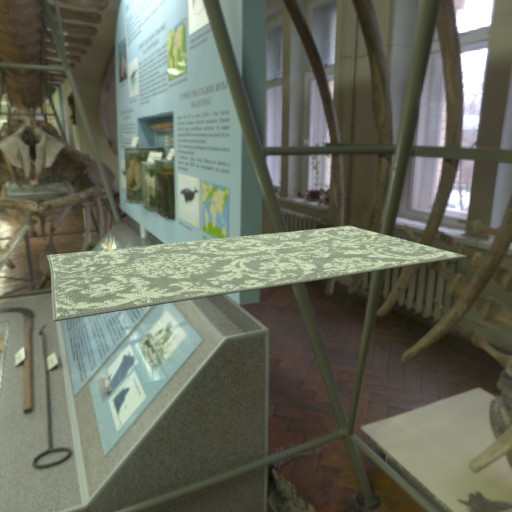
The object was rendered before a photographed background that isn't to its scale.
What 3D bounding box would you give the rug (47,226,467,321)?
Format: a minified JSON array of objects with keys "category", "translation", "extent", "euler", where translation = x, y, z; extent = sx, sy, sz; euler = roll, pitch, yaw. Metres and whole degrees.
[{"category":"rug","translation":[0.000,0.000,1.431],"extent":[1.219,0.007,0.604],"euler":[-7,16,-25]}]
